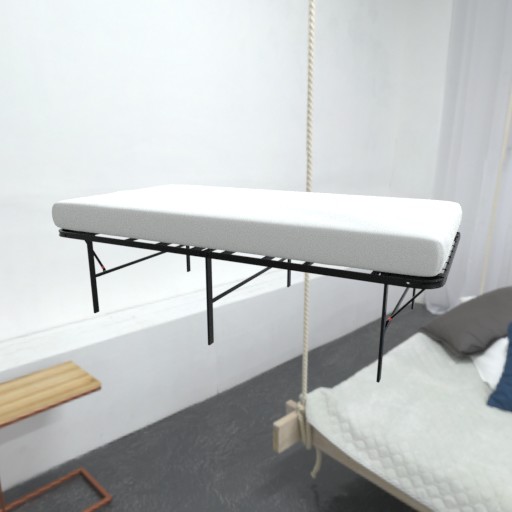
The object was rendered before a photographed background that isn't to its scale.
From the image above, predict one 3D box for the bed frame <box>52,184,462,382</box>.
[{"bbox_3d":[0.000,0.000,2.341,1.903,0.619,0.989,8,17,26],"label":"bed frame"}]
